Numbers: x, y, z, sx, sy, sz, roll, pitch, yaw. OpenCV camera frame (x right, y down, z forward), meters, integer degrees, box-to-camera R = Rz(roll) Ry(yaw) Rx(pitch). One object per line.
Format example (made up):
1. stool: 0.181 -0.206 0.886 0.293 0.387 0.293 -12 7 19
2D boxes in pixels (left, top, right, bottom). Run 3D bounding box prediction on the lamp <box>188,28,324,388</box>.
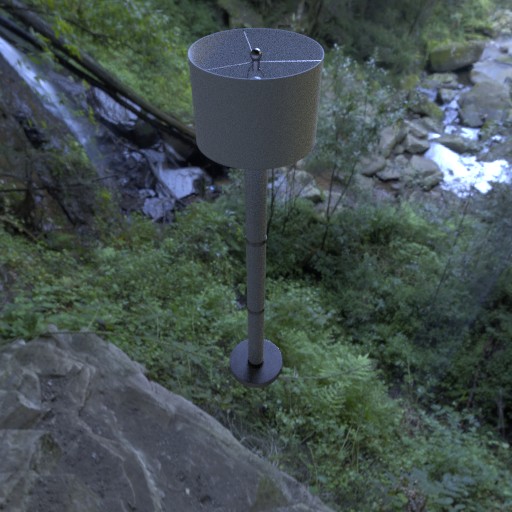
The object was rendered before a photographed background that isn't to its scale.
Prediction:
1. lamp: 0.000 0.000 1.779 0.377 1.599 0.377 -32 53 -28
